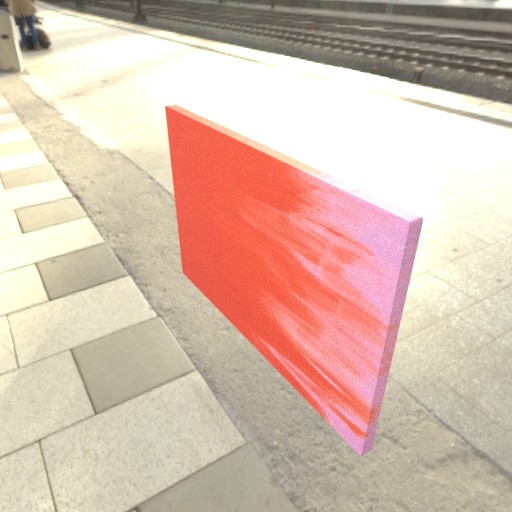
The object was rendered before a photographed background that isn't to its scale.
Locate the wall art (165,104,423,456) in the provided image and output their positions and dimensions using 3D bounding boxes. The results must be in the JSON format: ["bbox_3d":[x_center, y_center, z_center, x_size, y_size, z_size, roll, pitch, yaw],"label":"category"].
[{"bbox_3d":[0.000,0.000,1.185,0.040,0.609,0.913,-20,37,-29],"label":"wall art"}]
